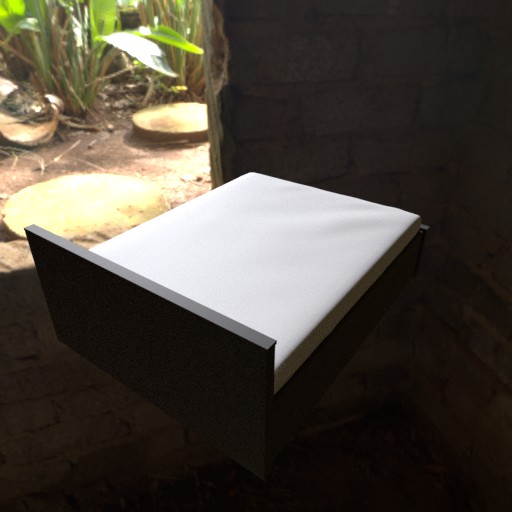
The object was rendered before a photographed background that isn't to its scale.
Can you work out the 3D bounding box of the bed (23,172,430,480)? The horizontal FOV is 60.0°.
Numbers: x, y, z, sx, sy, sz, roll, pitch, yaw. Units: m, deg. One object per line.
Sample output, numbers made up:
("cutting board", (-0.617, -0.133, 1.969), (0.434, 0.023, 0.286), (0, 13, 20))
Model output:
("bed", (0.000, 0.000, 2.961), (1.634, 0.808, 2.103), (21, 37, 30))
